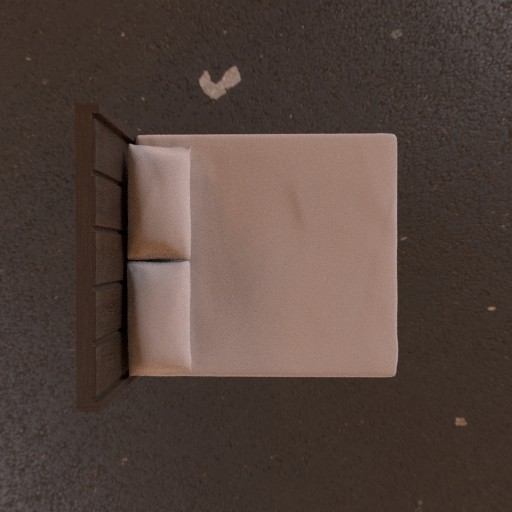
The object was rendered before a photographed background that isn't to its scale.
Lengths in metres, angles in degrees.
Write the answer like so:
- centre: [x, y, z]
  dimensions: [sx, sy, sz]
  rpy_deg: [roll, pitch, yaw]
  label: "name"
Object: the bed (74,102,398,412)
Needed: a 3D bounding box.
- centre: [0.000, 0.000, 3.078]
  dimensions: [1.992, 1.261, 1.735]
  rpy_deg: [0, 90, 1]
  label: "bed"
